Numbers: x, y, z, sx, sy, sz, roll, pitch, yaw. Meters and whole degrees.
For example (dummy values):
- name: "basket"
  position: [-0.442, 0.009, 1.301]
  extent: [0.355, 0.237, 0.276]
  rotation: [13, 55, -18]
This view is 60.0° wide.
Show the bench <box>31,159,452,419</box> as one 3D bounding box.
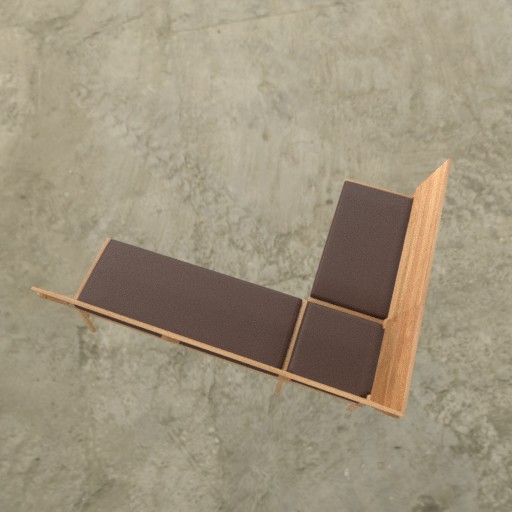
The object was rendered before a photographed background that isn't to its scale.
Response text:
- name: "bench"
  position: [0.000, 0.000, 2.866]
  extent: [1.975, 0.890, 1.549]
  rotation: [16, 65, 8]
